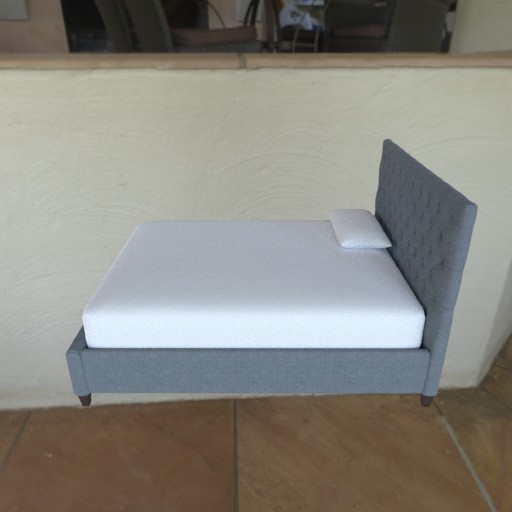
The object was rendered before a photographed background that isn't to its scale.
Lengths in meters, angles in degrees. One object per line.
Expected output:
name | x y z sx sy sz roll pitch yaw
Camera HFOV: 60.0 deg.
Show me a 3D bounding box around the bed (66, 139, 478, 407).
bed | 0.000 0.000 3.335 2.335 1.411 1.698 0 26 0
